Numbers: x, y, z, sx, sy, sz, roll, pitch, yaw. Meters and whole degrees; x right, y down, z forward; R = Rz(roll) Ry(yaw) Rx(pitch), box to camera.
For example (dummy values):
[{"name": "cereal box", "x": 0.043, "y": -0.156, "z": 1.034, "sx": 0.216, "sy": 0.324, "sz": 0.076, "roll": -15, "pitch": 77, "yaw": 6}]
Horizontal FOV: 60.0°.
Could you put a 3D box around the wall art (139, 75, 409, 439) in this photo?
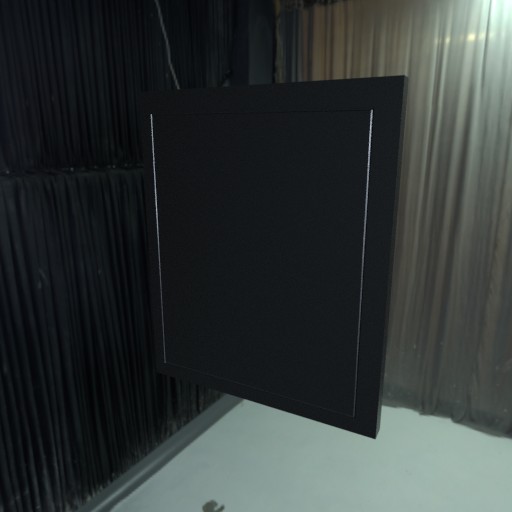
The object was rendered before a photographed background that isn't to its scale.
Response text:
[{"name": "wall art", "x": 0.000, "y": 0.000, "z": 0.774, "sx": 0.461, "sy": 0.558, "sz": 0.031, "roll": 8, "pitch": 17, "yaw": 27}]
